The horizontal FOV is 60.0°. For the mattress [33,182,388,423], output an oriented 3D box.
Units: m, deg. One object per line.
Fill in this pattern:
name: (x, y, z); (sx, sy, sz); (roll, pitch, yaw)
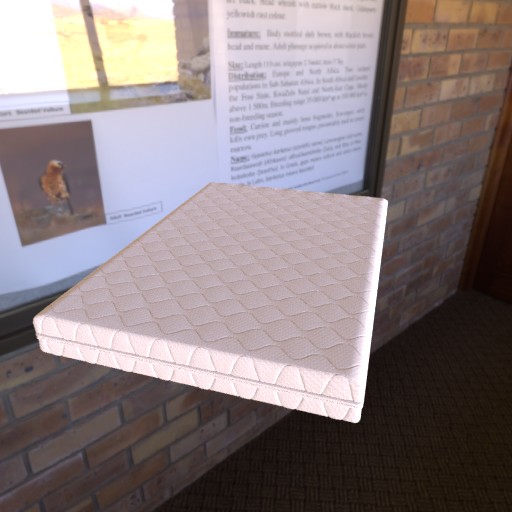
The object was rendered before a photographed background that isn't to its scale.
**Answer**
mattress: (0.000, 0.000, 2.588); (1.400, 0.200, 2.000); (8, 28, 15)
